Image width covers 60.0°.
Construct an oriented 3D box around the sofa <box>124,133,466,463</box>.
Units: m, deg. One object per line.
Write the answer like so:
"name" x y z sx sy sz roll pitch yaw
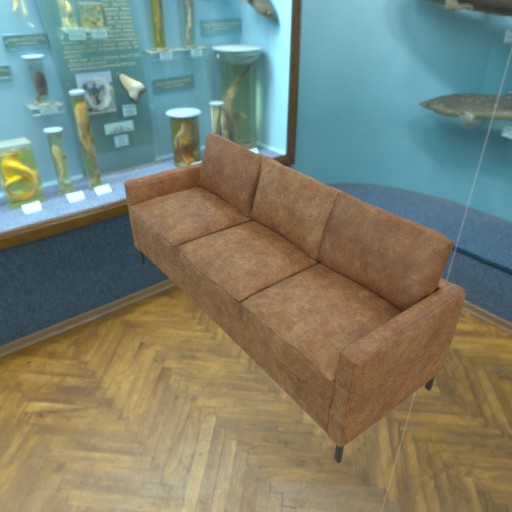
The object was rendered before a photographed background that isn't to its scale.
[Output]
"sofa" 0.000 0.000 2.458 0.748 0.863 2.029 -22 38 -31
